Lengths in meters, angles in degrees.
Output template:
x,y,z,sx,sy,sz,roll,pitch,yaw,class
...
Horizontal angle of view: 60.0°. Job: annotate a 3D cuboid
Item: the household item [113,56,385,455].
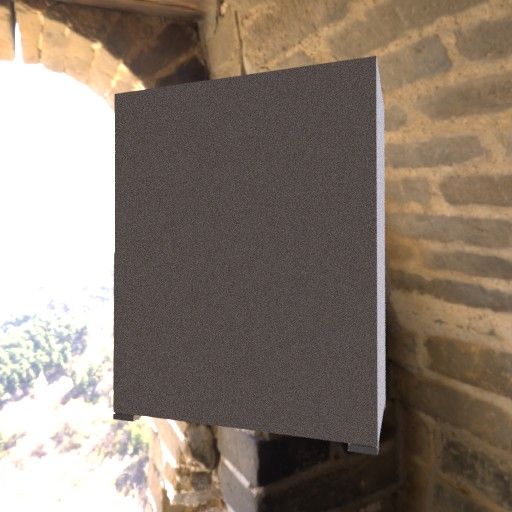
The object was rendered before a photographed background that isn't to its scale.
x,y,z,sx,sy,sz,roll,pitch,yaw,class
0.000,0.000,1.446,0.790,1.010,0.420,0,-1,19,household item
